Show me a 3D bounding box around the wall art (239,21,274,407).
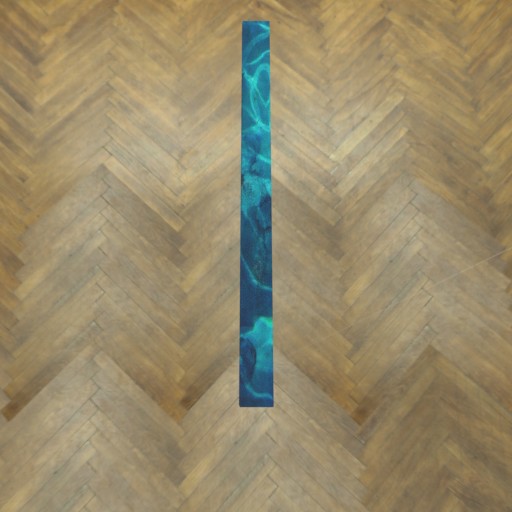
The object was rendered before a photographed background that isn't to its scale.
[{"bbox_3d":[0.000,0.000,0.857,0.038,0.635,0.508,0,75,0],"label":"wall art"}]
